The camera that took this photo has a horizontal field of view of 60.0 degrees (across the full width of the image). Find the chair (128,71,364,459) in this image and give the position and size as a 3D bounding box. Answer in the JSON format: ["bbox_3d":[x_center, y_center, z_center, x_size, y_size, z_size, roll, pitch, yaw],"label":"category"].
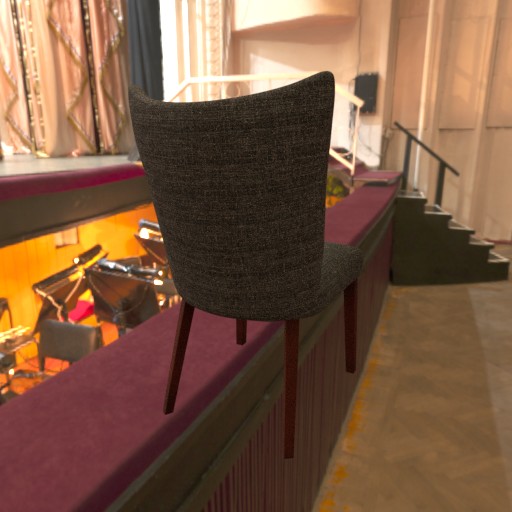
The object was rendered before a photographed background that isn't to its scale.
[{"bbox_3d":[0.000,0.000,1.272,0.535,0.924,0.623,8,18,27],"label":"chair"}]
